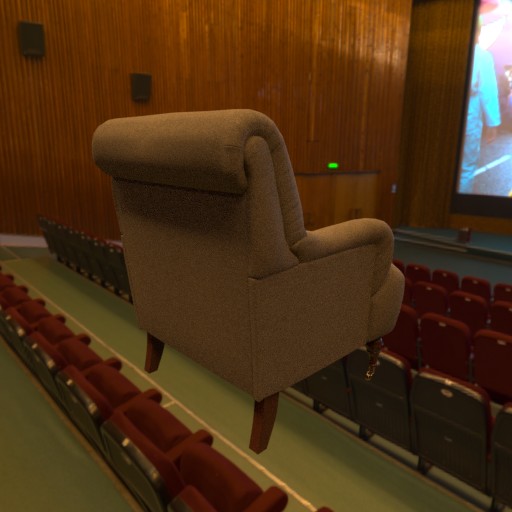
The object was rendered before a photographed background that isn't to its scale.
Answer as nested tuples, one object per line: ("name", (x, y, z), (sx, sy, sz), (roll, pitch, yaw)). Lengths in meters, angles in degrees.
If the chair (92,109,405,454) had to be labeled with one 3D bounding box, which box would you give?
("chair", (0.000, 0.000, 1.567), (0.843, 0.942, 0.766), (-13, 20, -41))
